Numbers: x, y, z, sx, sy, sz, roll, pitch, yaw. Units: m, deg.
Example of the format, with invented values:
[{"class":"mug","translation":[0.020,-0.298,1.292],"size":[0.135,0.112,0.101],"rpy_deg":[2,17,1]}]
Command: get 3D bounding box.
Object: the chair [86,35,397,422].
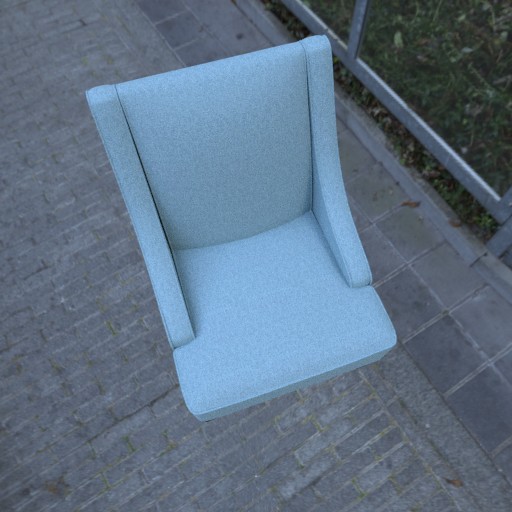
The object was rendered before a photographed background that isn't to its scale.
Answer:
[{"class":"chair","translation":[0.000,0.000,1.803],"size":[0.857,1.133,1.025],"rpy_deg":[-17,65,-8]}]
